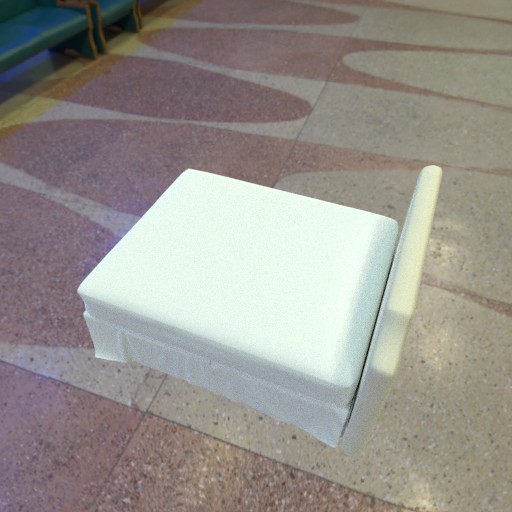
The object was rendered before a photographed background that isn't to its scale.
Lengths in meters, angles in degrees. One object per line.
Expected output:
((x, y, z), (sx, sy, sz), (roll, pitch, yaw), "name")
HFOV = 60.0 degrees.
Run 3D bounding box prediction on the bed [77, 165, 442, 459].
((0.000, 0.000, 3.314), (2.209, 1.296, 1.827), (16, 47, 16), "bed")
